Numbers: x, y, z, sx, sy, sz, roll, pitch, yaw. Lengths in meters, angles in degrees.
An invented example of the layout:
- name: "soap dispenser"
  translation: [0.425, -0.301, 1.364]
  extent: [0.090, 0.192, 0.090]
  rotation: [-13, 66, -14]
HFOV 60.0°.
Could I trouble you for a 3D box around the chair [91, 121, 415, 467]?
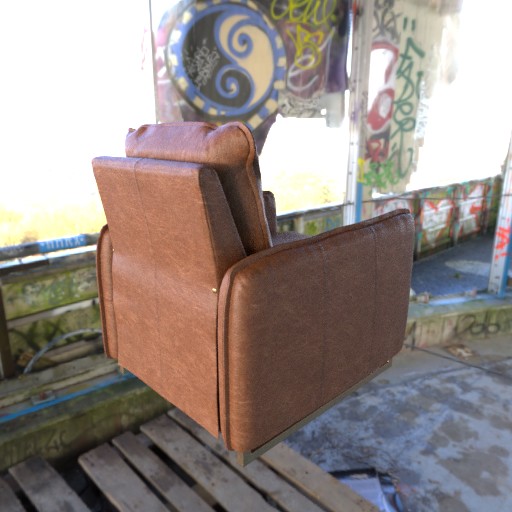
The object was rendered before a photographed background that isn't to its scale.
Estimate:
- name: "chair"
  translation: [0.000, 0.000, 1.606]
  extent: [0.922, 0.922, 0.830]
  rotation: [-15, 21, -42]
